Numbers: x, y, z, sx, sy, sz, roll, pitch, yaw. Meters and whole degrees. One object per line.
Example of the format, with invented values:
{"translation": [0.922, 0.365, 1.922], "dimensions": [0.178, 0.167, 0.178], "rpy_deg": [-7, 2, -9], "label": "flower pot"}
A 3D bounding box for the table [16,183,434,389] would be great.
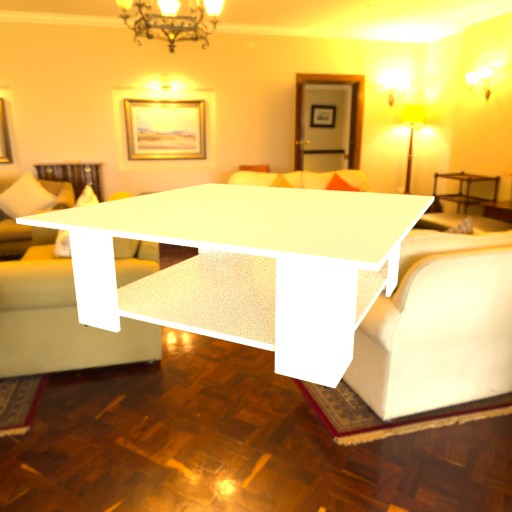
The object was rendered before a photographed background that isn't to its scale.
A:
{"translation": [0.000, 0.000, 1.333], "dimensions": [0.890, 0.305, 0.890], "rpy_deg": [8, 17, 26], "label": "table"}
